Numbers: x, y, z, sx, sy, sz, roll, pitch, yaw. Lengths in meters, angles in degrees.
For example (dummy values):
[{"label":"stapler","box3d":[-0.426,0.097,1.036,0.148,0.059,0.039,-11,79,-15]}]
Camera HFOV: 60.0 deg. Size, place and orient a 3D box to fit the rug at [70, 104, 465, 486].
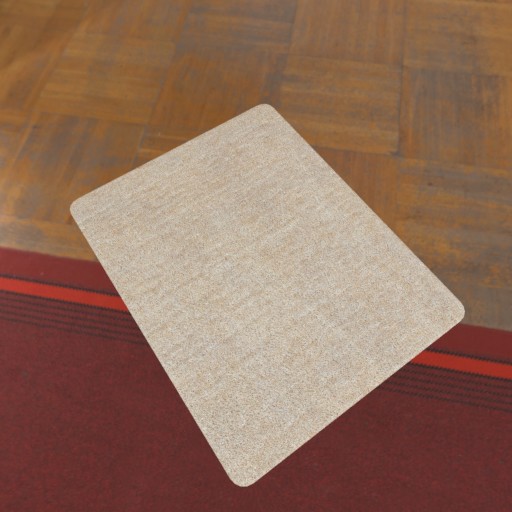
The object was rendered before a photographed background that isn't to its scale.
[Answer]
[{"label":"rug","box3d":[0.000,0.000,3.404,2.009,0.048,2.528,-32,68,-15]}]
